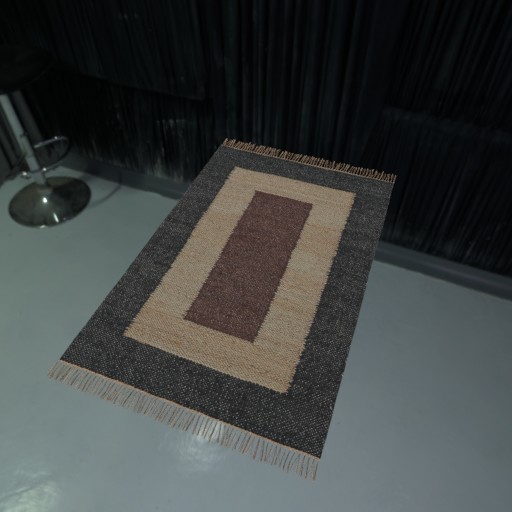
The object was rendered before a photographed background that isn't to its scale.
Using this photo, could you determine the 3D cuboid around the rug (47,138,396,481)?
[{"bbox_3d":[0.000,0.000,2.437,1.224,0.027,2.021,16,49,14],"label":"rug"}]
